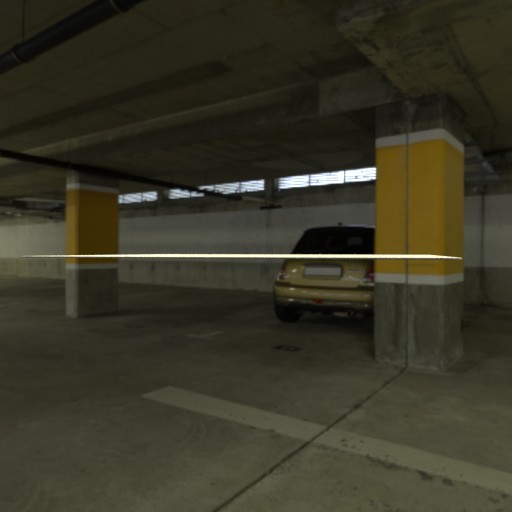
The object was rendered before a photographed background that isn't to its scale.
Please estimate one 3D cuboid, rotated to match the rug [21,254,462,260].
[{"bbox_3d":[0.000,0.000,2.888,2.238,0.008,1.593,0,1,17],"label":"rug"}]
